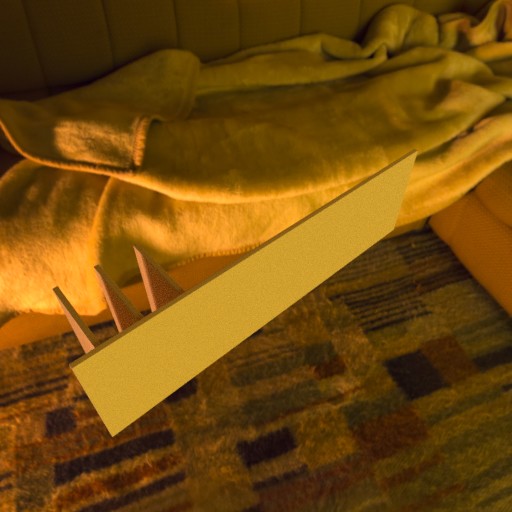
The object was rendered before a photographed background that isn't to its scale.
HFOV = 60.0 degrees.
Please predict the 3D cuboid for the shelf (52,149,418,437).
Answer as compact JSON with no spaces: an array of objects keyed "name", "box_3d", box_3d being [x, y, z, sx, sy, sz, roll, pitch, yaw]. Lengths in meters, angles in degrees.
[{"name":"shelf","box_3d":[0.000,0.000,1.157,1.020,0.300,0.200,-32,54,-27]}]
